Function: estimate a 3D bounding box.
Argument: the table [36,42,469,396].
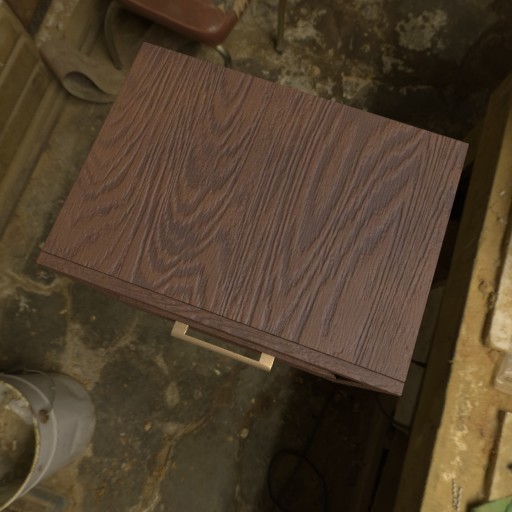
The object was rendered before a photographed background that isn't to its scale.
[{"bbox_3d":[0.000,0.000,0.958,0.560,0.585,0.439,19,77,5],"label":"table"}]
